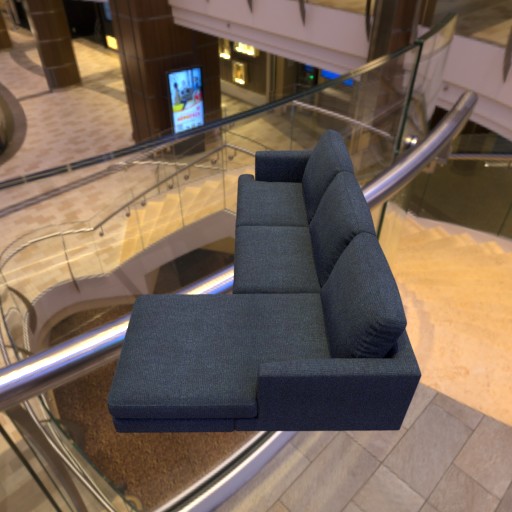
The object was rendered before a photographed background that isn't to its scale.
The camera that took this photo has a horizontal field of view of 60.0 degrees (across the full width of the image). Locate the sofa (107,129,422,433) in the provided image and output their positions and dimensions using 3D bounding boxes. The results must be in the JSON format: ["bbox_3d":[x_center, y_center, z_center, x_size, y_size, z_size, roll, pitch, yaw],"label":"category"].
[{"bbox_3d":[0.000,0.000,3.001,1.504,0.956,2.233,0,40,0],"label":"sofa"}]
